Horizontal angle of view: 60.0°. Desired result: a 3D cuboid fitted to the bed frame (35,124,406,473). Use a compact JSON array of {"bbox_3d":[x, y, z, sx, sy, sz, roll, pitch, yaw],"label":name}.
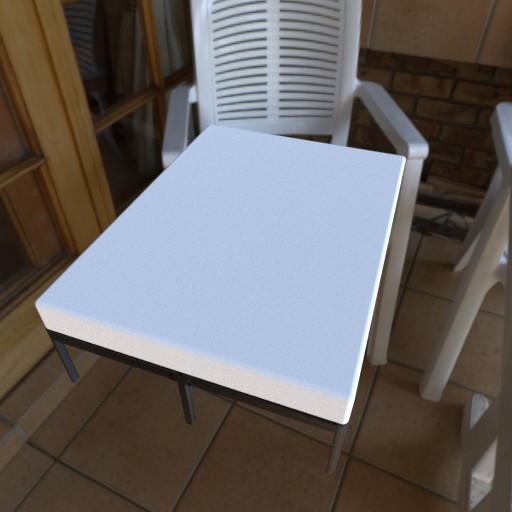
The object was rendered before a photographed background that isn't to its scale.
[{"bbox_3d":[0.000,0.000,2.841,1.557,0.659,2.072,13,43,15],"label":"bed frame"}]
